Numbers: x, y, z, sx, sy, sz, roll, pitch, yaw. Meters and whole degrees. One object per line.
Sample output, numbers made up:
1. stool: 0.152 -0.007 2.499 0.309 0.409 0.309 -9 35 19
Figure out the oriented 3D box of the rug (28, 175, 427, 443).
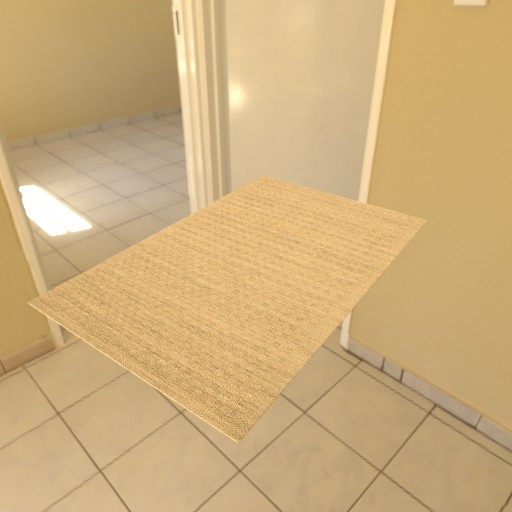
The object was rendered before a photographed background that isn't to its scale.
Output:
1. rug: 0.000 0.000 2.211 1.142 0.006 1.752 21 38 30
